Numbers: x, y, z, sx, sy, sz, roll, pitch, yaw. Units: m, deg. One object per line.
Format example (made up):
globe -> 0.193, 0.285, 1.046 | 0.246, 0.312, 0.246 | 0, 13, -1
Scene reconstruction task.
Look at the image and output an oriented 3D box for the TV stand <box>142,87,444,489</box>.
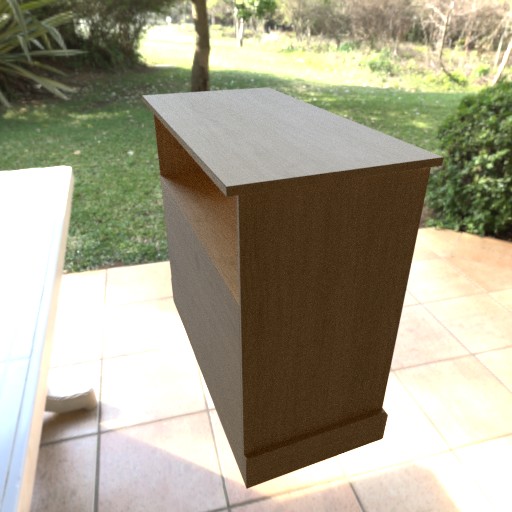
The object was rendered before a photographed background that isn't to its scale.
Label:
TV stand -> 0.000, 0.000, 1.297 | 0.430, 0.787, 0.851 | -11, 31, -18
